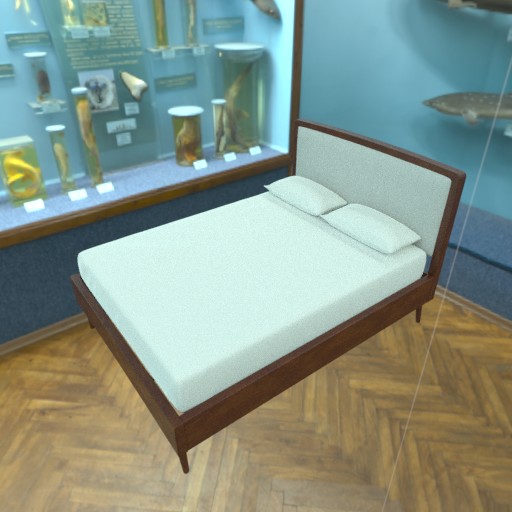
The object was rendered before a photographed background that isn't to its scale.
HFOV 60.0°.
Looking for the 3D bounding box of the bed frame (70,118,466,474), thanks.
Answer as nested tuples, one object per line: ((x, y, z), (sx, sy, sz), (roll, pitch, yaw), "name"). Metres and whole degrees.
((0.000, 0.000, 3.128), (2.171, 1.279, 1.587), (-22, 39, -30), "bed frame")
